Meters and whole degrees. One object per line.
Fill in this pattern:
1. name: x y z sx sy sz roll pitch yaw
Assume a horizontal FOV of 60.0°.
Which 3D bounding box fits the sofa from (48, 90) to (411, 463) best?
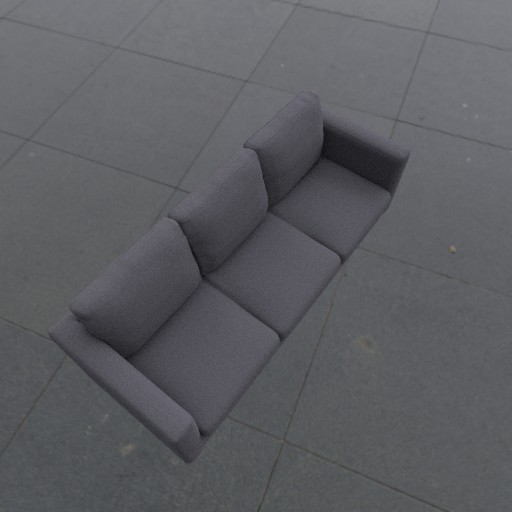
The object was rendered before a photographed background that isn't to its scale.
1. sofa: 0.000 0.000 2.464 0.802 0.912 2.029 33 63 19
